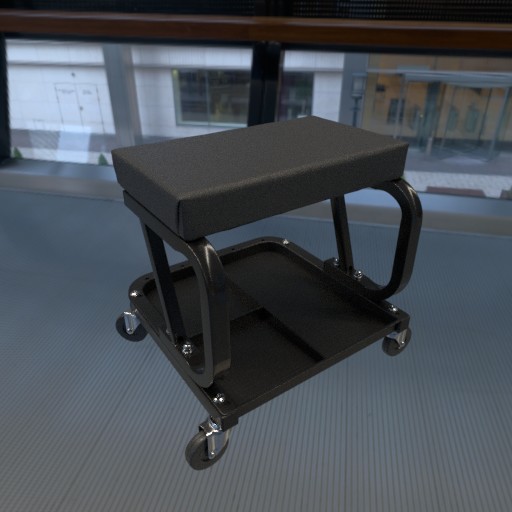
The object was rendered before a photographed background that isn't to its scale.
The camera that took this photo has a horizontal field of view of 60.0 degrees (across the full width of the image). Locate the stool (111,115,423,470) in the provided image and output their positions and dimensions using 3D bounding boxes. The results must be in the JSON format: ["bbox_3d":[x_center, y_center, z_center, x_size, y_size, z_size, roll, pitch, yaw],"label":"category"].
[{"bbox_3d":[0.000,0.000,0.728,0.446,0.380,0.371,-19,35,-30],"label":"stool"}]
